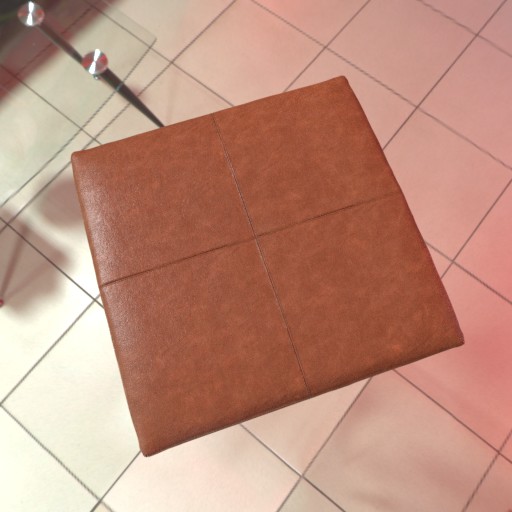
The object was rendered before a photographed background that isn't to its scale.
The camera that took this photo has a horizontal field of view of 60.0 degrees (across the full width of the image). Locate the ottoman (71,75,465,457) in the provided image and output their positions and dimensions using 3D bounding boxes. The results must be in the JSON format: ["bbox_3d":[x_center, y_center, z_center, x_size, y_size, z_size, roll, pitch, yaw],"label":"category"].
[{"bbox_3d":[0.000,0.000,1.571,1.016,0.442,1.013,-18,75,-5],"label":"ottoman"}]
